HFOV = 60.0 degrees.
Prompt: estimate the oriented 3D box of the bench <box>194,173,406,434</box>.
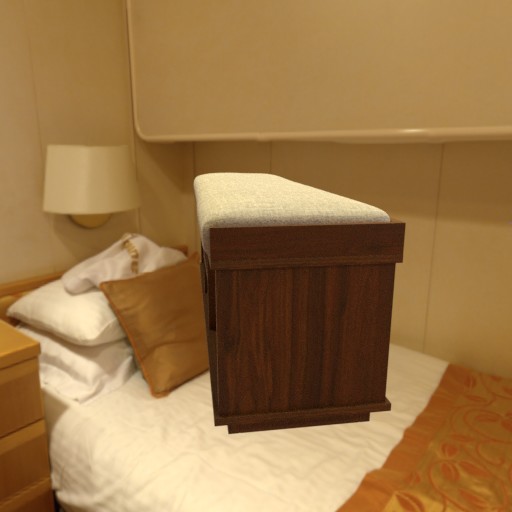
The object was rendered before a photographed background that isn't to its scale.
[{"bbox_3d":[0.000,0.000,1.391,0.367,0.468,1.196,-2,14,-8],"label":"bench"}]
